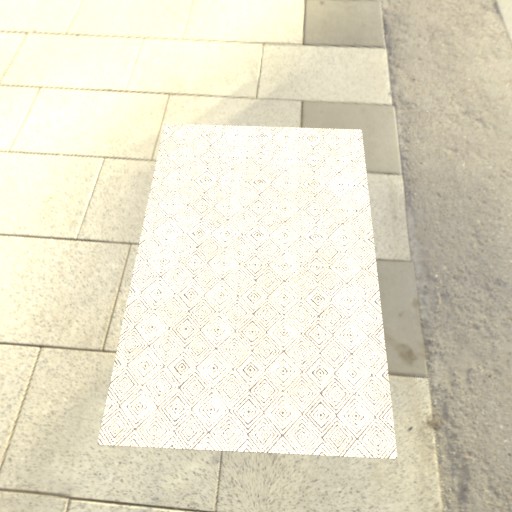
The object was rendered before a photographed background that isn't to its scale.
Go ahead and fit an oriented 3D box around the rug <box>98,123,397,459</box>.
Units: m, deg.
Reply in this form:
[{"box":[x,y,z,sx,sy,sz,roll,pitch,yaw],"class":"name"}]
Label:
[{"box":[0.000,0.000,2.187,1.175,0.008,1.783,2,60,1],"class":"rug"}]
